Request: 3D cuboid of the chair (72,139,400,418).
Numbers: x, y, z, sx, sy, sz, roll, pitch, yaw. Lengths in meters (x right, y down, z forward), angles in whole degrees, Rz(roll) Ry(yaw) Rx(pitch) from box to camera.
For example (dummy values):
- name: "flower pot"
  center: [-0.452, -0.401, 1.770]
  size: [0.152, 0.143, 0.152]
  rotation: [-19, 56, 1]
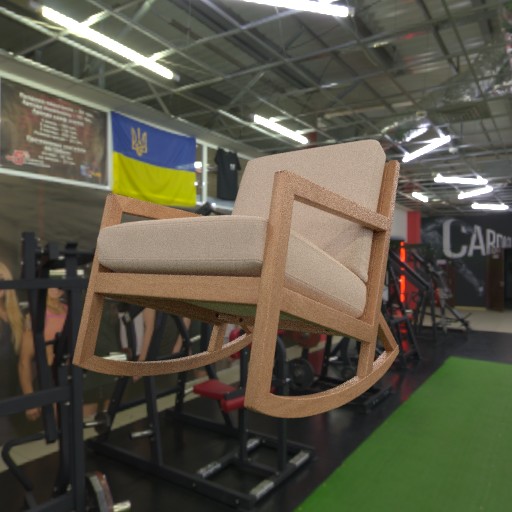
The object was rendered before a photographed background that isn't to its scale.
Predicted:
- name: "chair"
  center: [0.000, 0.000, 1.380]
  size: [0.622, 0.790, 0.857]
  rotation: [0, 0, 36]
